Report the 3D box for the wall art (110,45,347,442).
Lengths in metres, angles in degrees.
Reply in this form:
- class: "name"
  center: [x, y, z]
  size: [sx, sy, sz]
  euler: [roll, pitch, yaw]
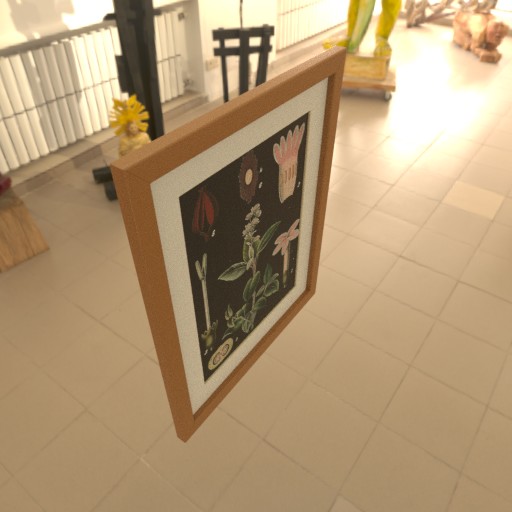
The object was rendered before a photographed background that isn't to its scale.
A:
- class: "wall art"
  center: [0.000, 0.000, 0.508]
  size: [0.015, 0.379, 0.310]
  euler: [26, 48, 26]
